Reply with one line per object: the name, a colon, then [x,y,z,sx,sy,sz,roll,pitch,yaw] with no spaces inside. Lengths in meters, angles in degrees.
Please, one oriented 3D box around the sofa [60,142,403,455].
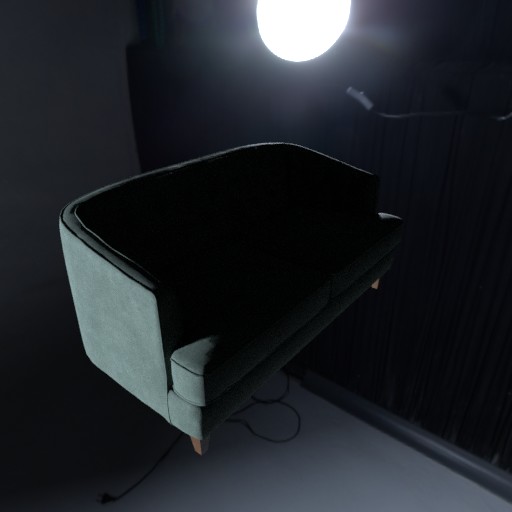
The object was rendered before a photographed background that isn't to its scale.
sofa: [0.000,0.000,2.290,0.941,0.855,1.733,20,33,34]
